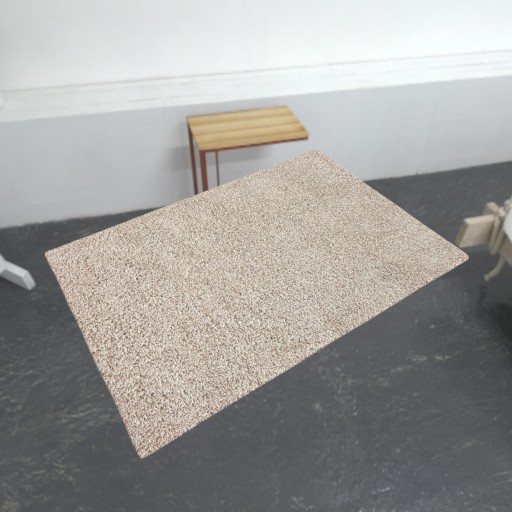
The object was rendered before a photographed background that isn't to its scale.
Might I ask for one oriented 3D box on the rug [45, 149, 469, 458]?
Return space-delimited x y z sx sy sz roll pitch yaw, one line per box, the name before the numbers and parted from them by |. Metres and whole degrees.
rug | 0.000 0.000 2.245 1.778 0.030 1.219 -25 50 -23
